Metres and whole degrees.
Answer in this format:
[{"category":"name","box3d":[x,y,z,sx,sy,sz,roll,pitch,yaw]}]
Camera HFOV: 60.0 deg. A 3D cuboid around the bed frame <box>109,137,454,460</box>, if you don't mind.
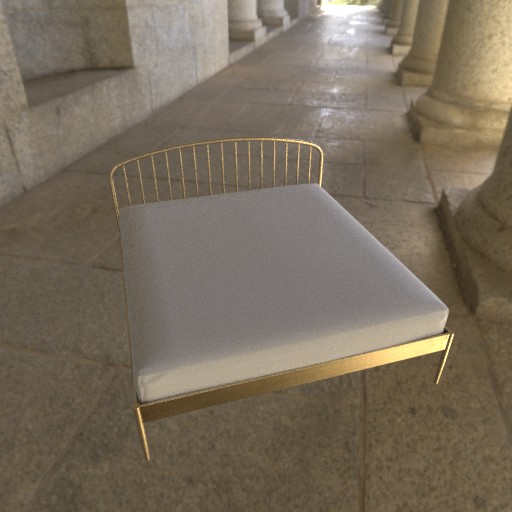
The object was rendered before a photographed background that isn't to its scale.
[{"category":"bed frame","box3d":[0.000,0.000,3.395,2.016,1.174,2.152,-9,34,-14]}]
